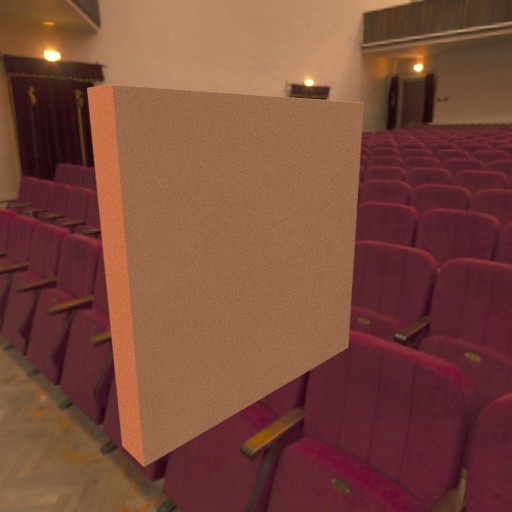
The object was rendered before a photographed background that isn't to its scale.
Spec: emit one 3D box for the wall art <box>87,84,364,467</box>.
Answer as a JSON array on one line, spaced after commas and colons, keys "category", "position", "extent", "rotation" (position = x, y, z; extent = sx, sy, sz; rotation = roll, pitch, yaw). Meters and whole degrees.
[{"category": "wall art", "position": [0.000, 0.000, 0.451], "extent": [0.305, 0.305, 0.038], "rotation": [-15, 22, -43]}]
